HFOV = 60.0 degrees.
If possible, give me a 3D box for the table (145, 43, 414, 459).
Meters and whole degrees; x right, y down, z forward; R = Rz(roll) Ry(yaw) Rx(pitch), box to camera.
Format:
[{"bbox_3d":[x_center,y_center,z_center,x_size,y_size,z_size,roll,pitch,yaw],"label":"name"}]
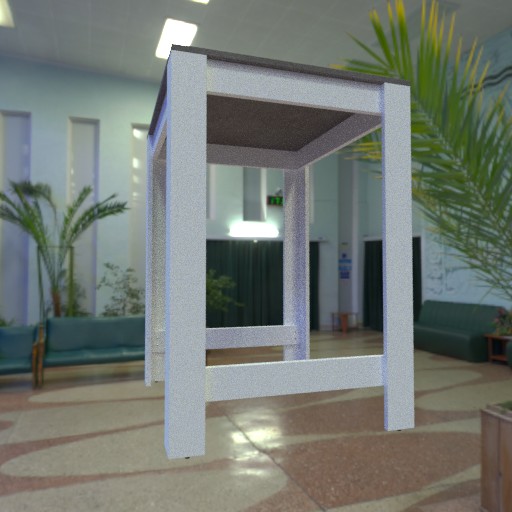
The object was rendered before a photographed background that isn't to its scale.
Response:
[{"bbox_3d":[0.000,0.000,1.566,0.700,1.020,0.800,1,-2,-18],"label":"table"}]
